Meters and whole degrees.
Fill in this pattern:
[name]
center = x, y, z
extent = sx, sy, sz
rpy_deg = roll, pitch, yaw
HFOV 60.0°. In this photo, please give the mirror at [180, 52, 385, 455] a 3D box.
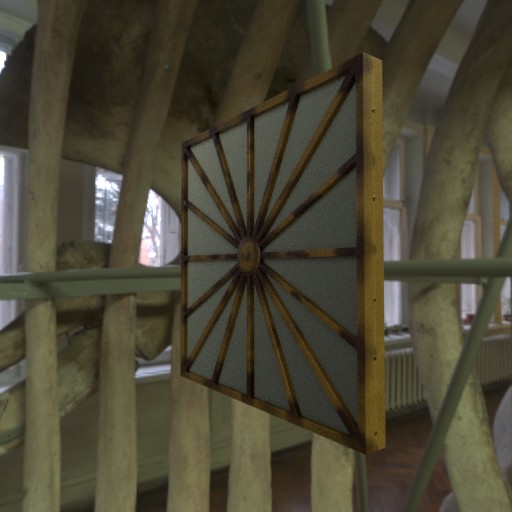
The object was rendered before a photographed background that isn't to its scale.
[mirror]
center = 0.000, 0.000, 0.772
extent = 0.042, 0.507, 0.509
rpy_deg = 1, -2, -36
